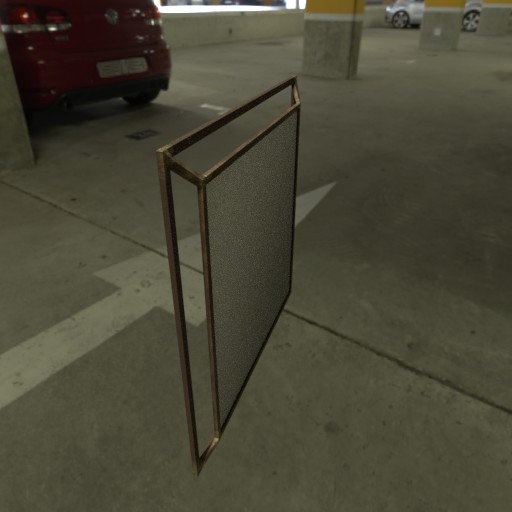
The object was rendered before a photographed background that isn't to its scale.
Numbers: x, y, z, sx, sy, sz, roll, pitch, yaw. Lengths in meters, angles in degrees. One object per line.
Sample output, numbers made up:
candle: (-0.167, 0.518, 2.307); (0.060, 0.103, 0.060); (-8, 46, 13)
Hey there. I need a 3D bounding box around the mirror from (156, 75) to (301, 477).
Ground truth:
mirror: (0.000, 0.000, 0.908); (0.032, 0.610, 0.610); (10, 32, 17)
